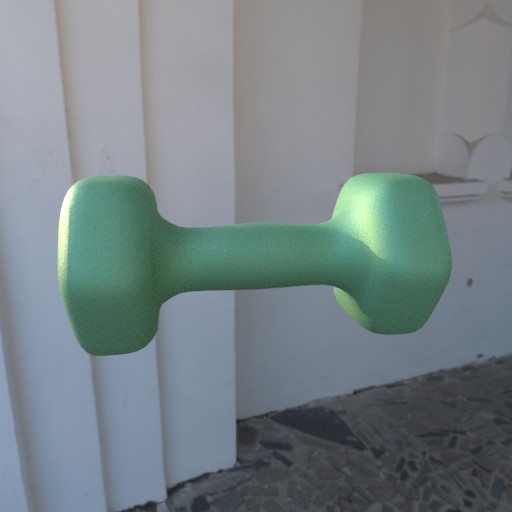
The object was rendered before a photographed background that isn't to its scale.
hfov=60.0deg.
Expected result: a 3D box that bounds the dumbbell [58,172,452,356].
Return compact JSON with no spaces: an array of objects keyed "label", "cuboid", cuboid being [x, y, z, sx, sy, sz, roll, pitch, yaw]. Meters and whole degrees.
[{"label":"dumbbell","cuboid":[0.000,0.000,0.323,0.260,0.117,0.129,-2,14,-9]}]
